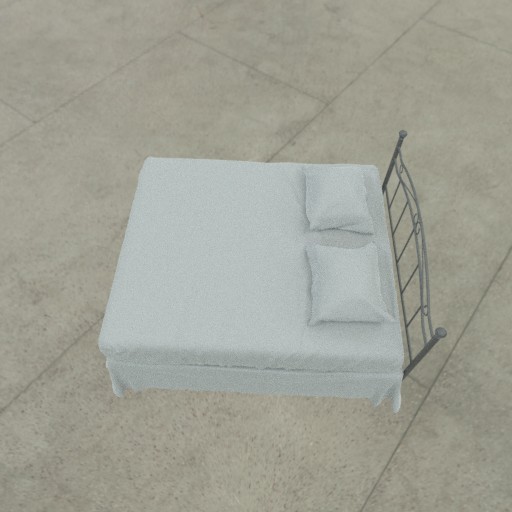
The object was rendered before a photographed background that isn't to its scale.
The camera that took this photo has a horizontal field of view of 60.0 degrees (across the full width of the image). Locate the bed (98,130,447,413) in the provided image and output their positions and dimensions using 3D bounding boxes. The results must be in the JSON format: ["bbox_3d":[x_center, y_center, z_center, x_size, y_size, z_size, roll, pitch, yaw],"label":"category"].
[{"bbox_3d":[0.000,0.000,3.311,2.215,1.080,1.936,2,57,2],"label":"bed"}]
